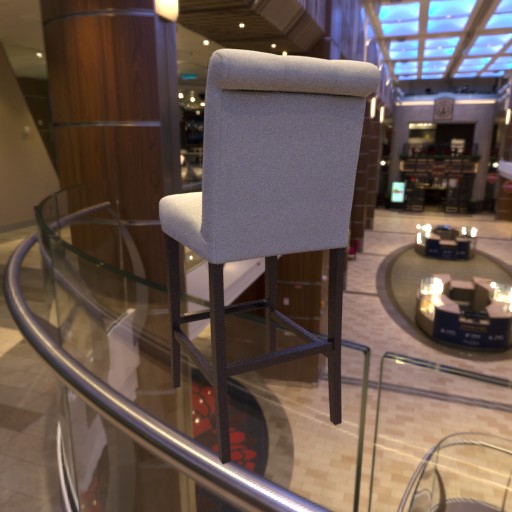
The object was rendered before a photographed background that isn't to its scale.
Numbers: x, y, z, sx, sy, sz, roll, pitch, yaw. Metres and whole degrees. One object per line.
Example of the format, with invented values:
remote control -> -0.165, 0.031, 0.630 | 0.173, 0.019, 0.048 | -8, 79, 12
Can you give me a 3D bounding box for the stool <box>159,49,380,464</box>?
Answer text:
stool -> 0.000, 0.000, 1.454 | 0.493, 1.140, 0.601 | -7, 16, -26
